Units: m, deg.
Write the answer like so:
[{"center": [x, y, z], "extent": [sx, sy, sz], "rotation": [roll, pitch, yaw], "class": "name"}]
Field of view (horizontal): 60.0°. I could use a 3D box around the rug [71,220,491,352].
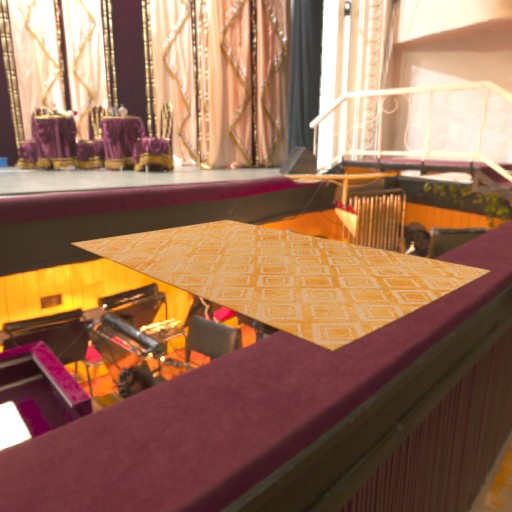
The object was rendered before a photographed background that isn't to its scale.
[{"center": [0.000, 0.000, 2.950], "extent": [1.511, 0.010, 2.424], "rotation": [-13, 19, -42], "class": "rug"}]
